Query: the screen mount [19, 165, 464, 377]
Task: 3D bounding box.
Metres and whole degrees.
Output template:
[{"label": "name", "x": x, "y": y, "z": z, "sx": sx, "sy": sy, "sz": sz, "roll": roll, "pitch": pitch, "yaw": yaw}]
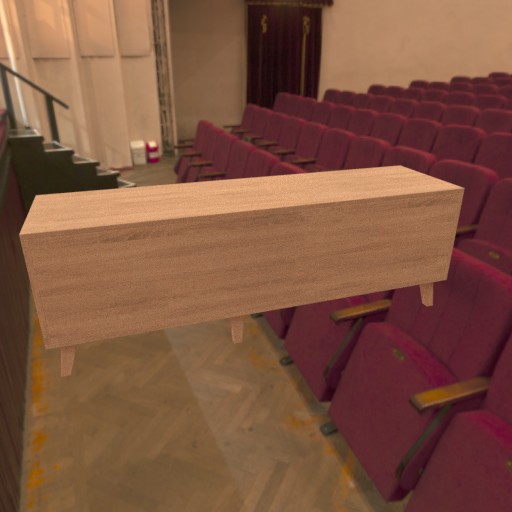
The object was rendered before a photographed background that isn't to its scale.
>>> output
[{"label": "screen mount", "x": 0.000, "y": 0.000, "z": 1.707, "sx": 1.500, "sy": 0.510, "sz": 0.400, "roll": -8, "pitch": 25, "yaw": -17}]
